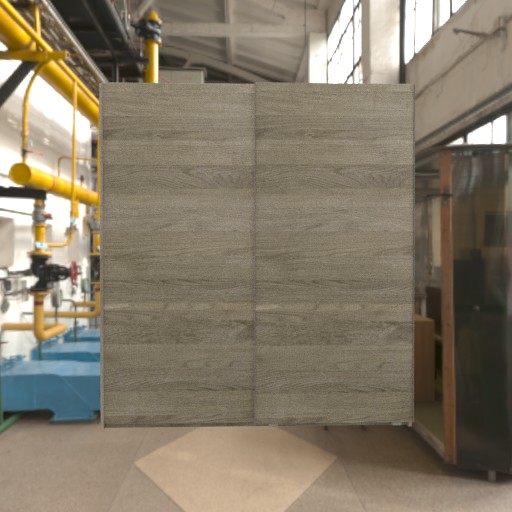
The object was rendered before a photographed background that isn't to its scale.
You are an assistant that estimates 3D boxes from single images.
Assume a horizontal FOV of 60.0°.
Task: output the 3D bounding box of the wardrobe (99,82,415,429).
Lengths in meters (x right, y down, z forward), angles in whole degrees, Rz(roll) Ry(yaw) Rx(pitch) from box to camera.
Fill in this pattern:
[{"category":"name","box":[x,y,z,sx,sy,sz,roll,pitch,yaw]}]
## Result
[{"category":"wardrobe","box":[0.000,0.000,2.801,1.780,1.960,0.629,0,1,-2]}]
